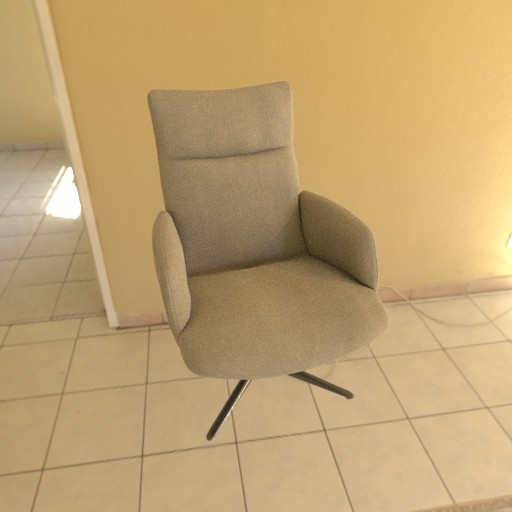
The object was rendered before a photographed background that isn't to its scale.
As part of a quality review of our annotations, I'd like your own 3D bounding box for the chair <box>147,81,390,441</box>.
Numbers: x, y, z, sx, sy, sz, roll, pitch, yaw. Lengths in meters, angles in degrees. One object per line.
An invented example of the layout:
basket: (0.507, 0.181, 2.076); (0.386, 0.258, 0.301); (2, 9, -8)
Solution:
chair: (0.000, 0.000, 1.572); (0.711, 1.016, 0.889); (-10, 33, -16)
